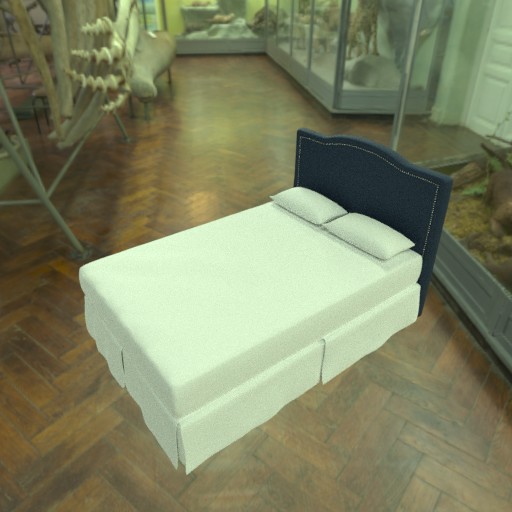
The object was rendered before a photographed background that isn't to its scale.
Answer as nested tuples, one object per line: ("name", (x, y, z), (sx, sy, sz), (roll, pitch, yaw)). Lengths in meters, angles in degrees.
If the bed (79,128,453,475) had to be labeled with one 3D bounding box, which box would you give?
("bed", (0.000, 0.000, 3.568), (2.507, 1.441, 1.741), (-22, 38, -31))
